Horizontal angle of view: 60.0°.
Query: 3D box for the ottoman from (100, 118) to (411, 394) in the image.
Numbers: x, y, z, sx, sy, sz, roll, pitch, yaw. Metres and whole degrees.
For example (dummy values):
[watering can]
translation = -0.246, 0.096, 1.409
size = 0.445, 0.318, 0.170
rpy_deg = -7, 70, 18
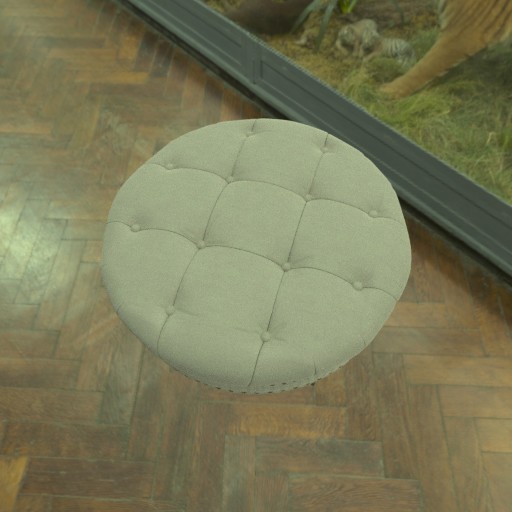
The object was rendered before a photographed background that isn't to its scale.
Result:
[ottoman]
translation = 0.000, 0.000, 1.407
size = 0.901, 0.439, 0.901
rpy_deg = 0, 58, 0
